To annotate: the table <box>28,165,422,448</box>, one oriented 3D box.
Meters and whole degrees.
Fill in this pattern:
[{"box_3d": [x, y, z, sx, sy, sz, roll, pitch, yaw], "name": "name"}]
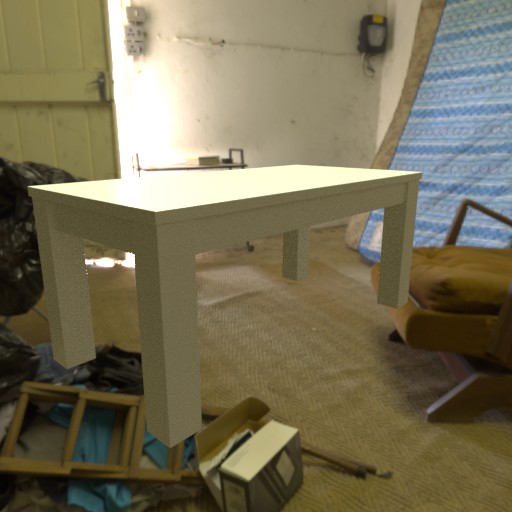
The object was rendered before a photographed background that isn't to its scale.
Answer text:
[{"box_3d": [0.000, 0.000, 2.271, 0.900, 0.790, 1.800, 14, 21, 41], "name": "table"}]
